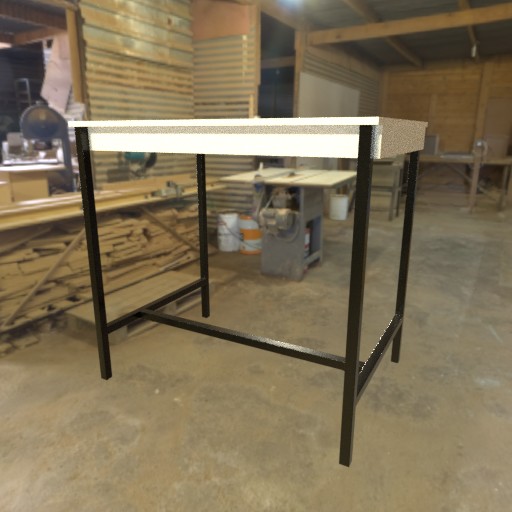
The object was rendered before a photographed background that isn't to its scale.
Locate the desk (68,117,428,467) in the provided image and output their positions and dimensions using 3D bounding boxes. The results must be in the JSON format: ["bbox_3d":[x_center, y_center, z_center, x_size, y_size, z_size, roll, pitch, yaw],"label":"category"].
[{"bbox_3d":[0.000,0.000,1.322,0.811,0.766,0.573,8,18,27],"label":"desk"}]
